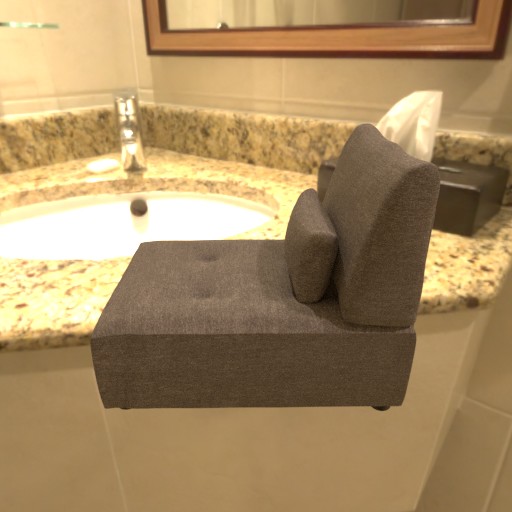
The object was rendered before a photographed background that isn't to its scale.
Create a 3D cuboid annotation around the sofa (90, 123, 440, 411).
[{"bbox_3d":[0.000,0.000,1.583,1.000,0.820,0.700,0,26,-1],"label":"sofa"}]
